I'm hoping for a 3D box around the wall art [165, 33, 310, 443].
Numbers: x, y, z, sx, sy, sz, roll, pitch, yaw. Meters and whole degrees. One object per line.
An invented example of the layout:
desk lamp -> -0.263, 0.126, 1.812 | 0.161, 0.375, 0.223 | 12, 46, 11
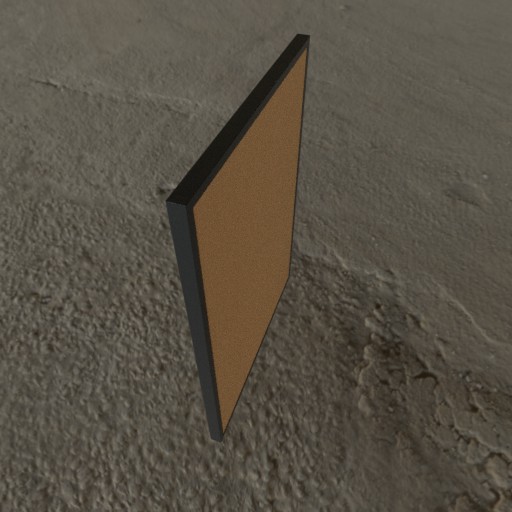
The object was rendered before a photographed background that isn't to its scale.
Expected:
wall art -> 0.000, 0.000, 1.404 | 0.039, 1.061, 0.804 | 15, 48, 14
